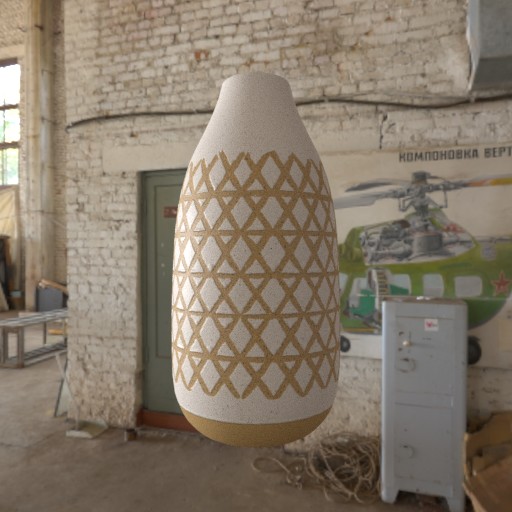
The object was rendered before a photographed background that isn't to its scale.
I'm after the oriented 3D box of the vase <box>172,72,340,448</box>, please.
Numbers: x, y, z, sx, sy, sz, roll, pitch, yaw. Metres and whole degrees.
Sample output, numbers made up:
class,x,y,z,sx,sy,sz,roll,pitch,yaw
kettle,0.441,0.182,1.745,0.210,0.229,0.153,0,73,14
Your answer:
class,x,y,z,sx,sy,sz,roll,pitch,yaw
vase,0.000,0.000,0.496,0.186,0.380,0.186,0,1,0
